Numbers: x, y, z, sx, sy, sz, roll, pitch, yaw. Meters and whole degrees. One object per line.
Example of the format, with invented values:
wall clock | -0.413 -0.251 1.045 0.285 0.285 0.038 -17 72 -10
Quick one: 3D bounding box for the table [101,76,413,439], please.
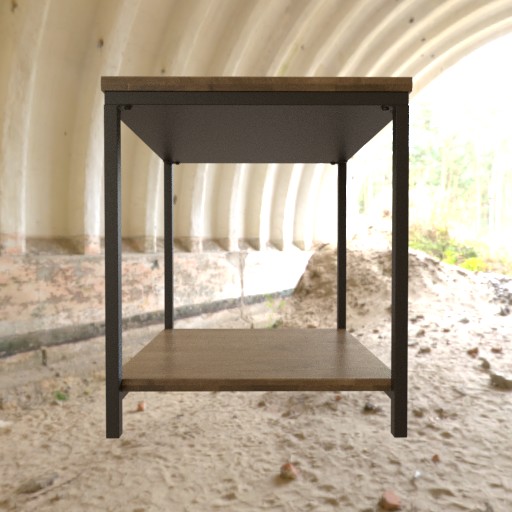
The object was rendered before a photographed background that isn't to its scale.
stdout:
table | 0.000 0.000 0.974 0.503 0.589 0.507 0 1 0
